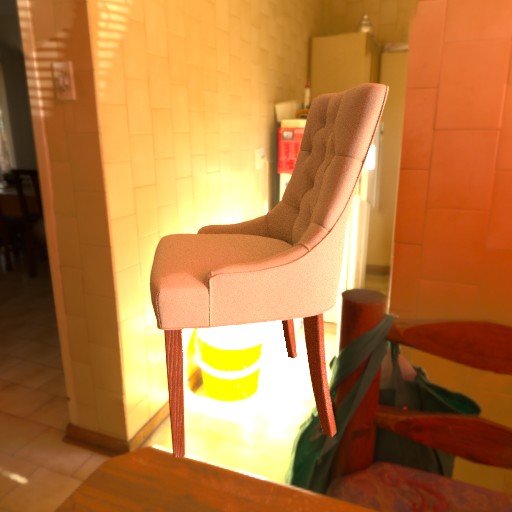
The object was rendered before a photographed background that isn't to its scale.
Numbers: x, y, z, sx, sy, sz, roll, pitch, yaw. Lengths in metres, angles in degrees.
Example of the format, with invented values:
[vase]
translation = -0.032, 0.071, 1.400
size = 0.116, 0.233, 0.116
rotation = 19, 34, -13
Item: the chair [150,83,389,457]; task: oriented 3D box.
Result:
[chair]
translation = 0.000, 0.000, 1.228
size = 0.565, 0.874, 0.509
rotation = -2, 16, -9
